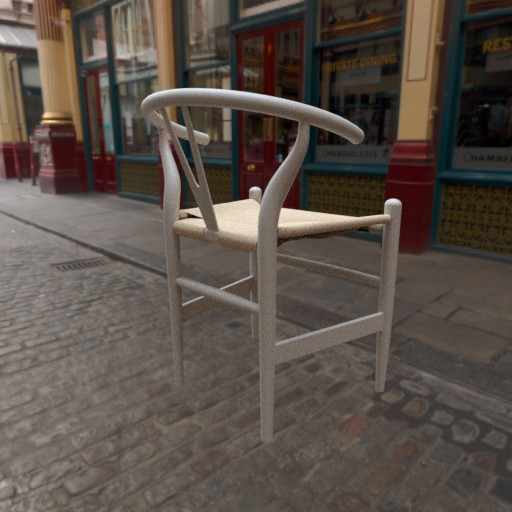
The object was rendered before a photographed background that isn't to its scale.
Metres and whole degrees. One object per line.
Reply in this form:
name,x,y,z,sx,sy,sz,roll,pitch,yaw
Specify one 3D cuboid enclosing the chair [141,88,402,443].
chair,0.000,0.000,1.098,0.500,0.736,0.533,-13,19,-43
